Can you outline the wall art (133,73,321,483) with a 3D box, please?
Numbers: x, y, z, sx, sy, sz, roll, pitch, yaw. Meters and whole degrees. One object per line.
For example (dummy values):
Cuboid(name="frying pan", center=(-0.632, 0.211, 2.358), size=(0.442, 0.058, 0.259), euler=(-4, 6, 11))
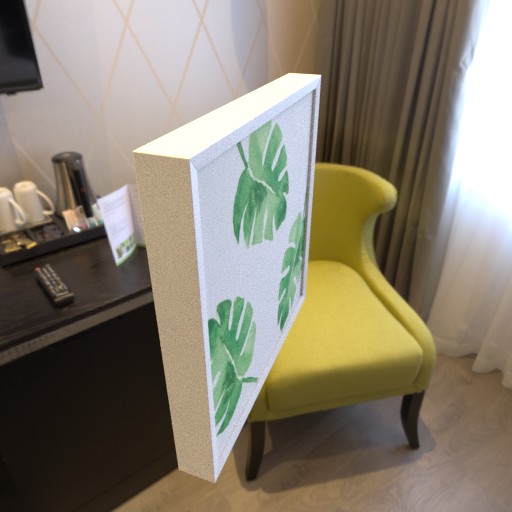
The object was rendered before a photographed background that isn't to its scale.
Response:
Cuboid(name="wall art", center=(0.000, 0.000, 0.453), size=(0.038, 0.305, 0.305), euler=(11, 33, 18))
